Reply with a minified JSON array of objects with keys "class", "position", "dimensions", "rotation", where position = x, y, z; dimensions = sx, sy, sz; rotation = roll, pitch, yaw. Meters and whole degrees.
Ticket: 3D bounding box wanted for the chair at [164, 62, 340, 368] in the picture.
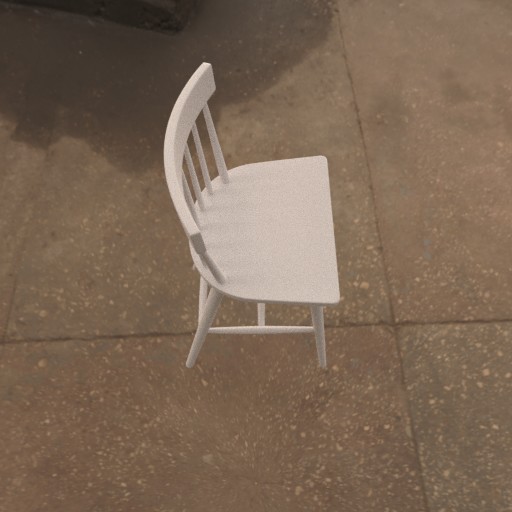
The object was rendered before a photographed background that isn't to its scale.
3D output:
[{"class":"chair","position":[0.000,0.000,1.425],"dimensions":[0.572,1.092,0.483],"rotation":[0,63,0]}]
